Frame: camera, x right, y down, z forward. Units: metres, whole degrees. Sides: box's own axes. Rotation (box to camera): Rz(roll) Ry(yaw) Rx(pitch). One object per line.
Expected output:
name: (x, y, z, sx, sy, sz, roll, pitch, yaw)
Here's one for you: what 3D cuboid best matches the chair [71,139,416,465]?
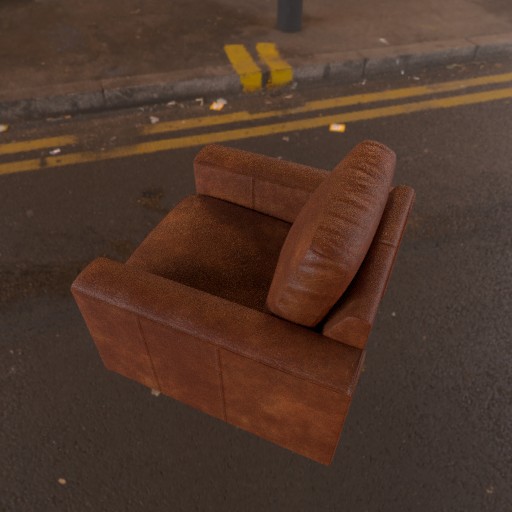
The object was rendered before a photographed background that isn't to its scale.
chair: (0.000, 0.000, 1.750, 1.016, 0.873, 1.005, 18, 48, 17)
